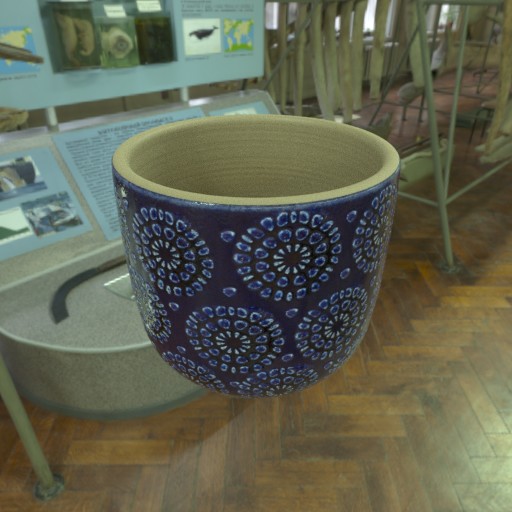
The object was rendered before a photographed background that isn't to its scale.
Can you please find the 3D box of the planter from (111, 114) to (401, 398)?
[{"bbox_3d":[0.000,0.000,0.296,0.165,0.149,0.165,0,31,0],"label":"planter"}]
